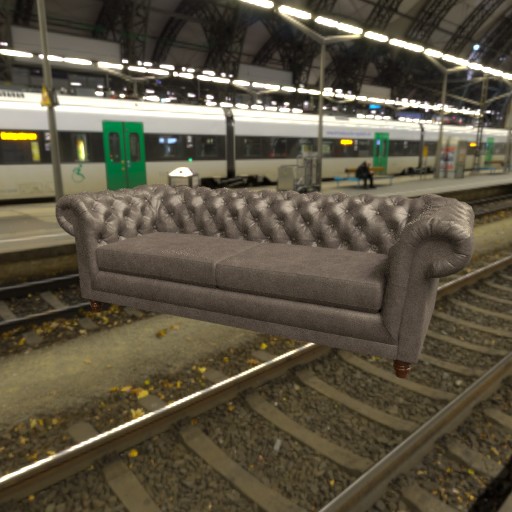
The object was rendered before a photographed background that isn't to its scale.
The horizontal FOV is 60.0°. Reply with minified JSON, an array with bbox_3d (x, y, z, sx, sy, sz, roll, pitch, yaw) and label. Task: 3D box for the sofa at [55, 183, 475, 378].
[{"bbox_3d":[0.000,0.000,2.728,2.385,0.783,0.944,7,15,26],"label":"sofa"}]
